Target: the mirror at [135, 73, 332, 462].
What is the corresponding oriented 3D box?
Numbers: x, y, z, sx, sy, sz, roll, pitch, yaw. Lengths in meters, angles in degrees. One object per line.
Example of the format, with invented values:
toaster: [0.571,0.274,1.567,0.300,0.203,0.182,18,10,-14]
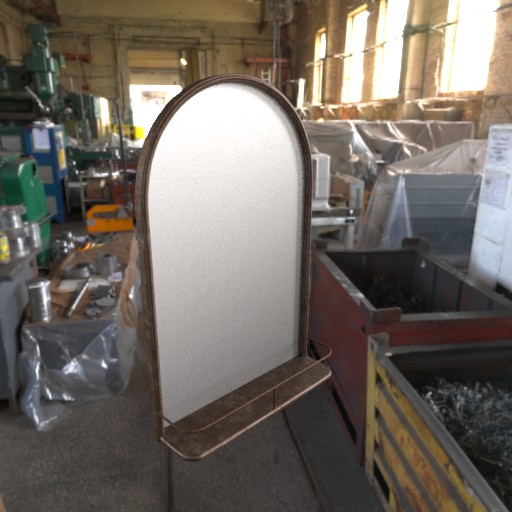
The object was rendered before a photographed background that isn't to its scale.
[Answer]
mirror: [0.000,0.000,1.000,0.510,0.770,0.137,-16,23,-42]
